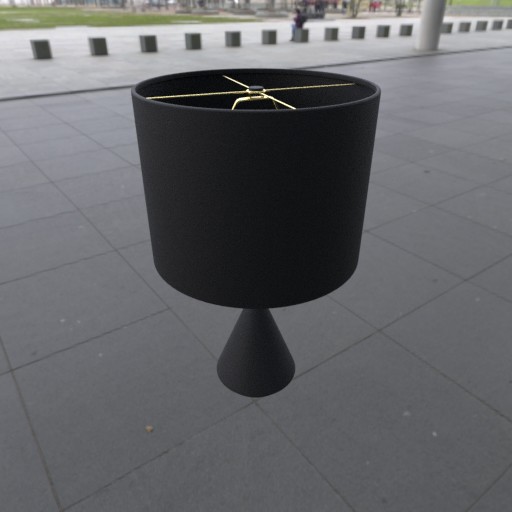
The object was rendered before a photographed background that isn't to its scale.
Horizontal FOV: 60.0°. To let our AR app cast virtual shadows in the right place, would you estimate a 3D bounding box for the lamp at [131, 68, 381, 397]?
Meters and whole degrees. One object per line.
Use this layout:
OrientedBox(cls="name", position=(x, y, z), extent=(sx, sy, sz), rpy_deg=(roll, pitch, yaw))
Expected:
OrientedBox(cls="lamp", position=(0.000, 0.000, 0.799), extent=(0.359, 0.584, 0.359), rpy_deg=(-11, 32, -18))
